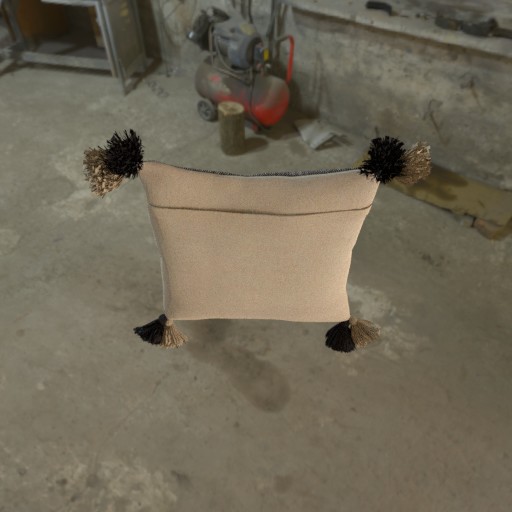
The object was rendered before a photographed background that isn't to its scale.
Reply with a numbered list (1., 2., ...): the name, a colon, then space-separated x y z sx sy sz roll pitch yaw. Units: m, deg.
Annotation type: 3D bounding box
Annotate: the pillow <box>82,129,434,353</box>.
1. pillow: 0.000 0.000 0.997 0.654 0.659 0.170 1 46 1
